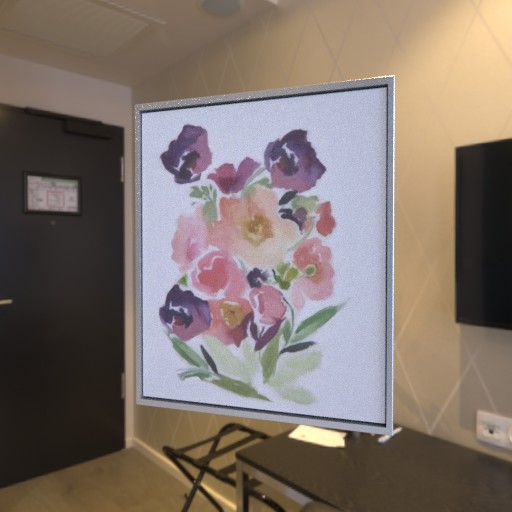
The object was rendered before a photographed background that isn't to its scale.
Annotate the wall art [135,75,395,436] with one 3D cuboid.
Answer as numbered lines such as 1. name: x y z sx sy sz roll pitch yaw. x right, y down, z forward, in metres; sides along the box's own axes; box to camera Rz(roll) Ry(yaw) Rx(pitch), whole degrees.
1. wall art: 0.000 0.000 0.761 0.452 0.549 0.038 0 1 18
